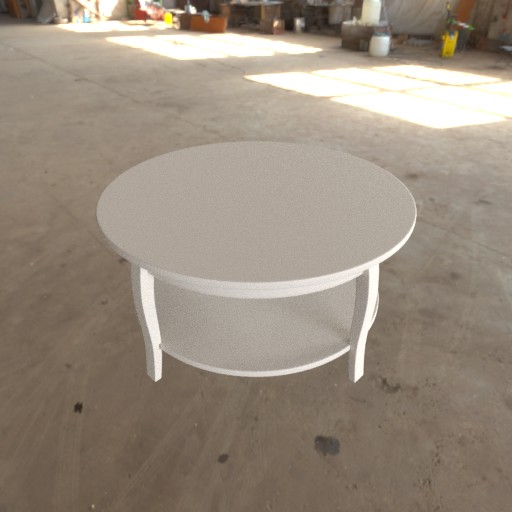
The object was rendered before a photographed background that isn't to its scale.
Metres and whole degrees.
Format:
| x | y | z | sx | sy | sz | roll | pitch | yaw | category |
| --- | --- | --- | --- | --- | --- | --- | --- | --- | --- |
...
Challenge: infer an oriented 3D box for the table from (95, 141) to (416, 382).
| x | y | z | sx | sy | sz | roll | pitch | yaw | category |
| --- | --- | --- | --- | --- | --- | --- | --- | --- | --- |
| 0.000 | 0.000 | 1.436 | 0.910 | 0.457 | 0.910 | 0 | 33 | 0 | table |
